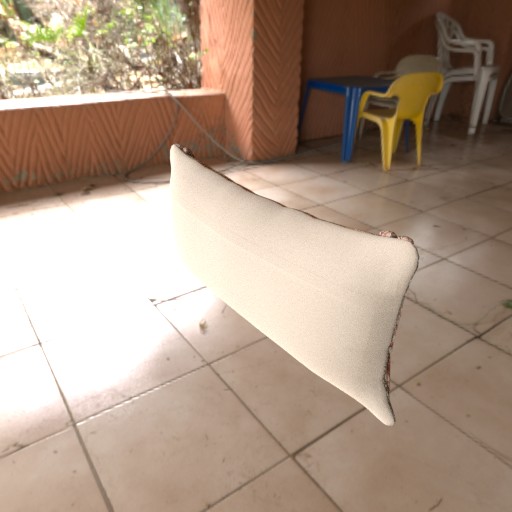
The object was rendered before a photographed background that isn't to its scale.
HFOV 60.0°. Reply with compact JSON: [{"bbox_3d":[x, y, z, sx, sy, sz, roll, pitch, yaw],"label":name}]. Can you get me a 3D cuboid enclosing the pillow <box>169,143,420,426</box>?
[{"bbox_3d":[0.000,0.000,0.777,0.139,0.282,0.635,-19,33,-32],"label":"pillow"}]
